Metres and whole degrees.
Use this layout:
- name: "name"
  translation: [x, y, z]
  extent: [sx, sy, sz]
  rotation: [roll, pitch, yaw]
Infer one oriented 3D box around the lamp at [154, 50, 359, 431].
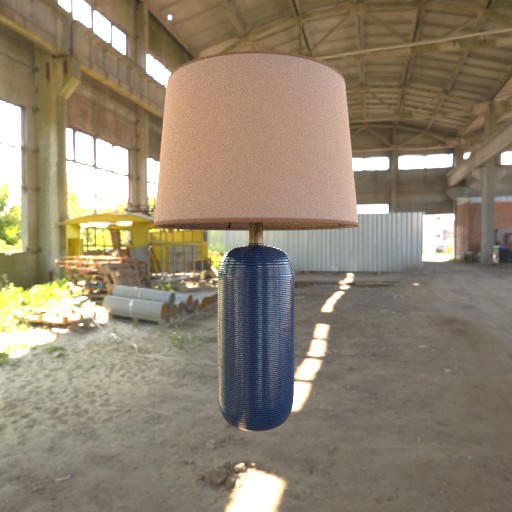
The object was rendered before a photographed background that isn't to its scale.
- name: "lamp"
  translation: [0.000, 0.000, 0.815]
  extent: [0.367, 0.609, 0.367]
  rotation: [0, 1, 0]
